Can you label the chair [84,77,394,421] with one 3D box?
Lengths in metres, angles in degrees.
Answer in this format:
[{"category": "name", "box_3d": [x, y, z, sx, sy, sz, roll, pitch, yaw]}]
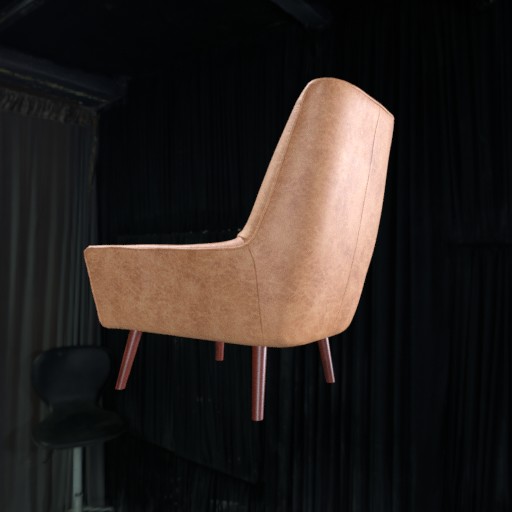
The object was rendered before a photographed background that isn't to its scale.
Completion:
[{"category": "chair", "box_3d": [0.000, 0.000, 1.473, 0.851, 0.883, 0.753, 0, -1, 35]}]
